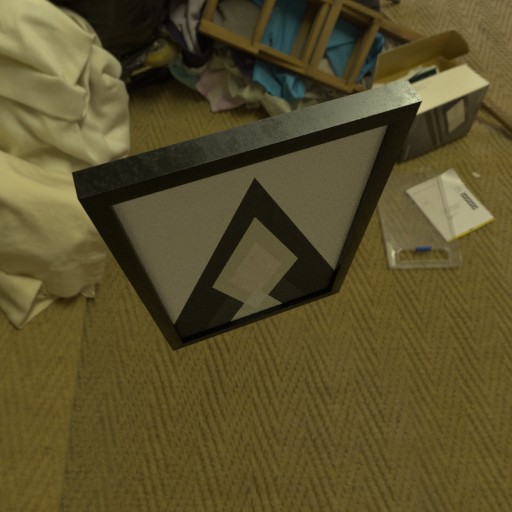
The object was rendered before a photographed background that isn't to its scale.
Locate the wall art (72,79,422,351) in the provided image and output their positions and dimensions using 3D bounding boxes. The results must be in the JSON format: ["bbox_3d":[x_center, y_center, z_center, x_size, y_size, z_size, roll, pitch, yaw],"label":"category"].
[{"bbox_3d":[0.000,0.000,0.587,0.313,0.457,0.031,-18,64,-9],"label":"wall art"}]
